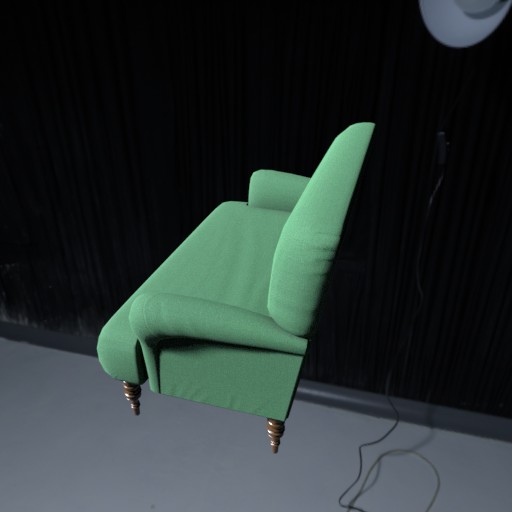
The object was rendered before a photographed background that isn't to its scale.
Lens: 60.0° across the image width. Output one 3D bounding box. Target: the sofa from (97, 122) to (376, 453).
[{"bbox_3d":[0.000,0.000,1.820,0.779,0.889,1.297,9,31,15],"label":"sofa"}]
